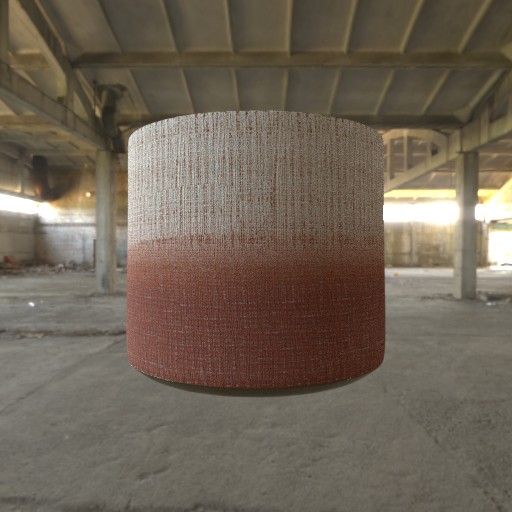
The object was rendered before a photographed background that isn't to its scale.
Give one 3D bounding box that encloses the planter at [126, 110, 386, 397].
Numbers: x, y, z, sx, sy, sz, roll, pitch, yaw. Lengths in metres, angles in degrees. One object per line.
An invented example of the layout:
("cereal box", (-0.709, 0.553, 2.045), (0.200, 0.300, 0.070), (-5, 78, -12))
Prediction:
("planter", (0.000, 0.000, 0.451), (0.254, 0.221, 0.254), (0, 1, 0))
